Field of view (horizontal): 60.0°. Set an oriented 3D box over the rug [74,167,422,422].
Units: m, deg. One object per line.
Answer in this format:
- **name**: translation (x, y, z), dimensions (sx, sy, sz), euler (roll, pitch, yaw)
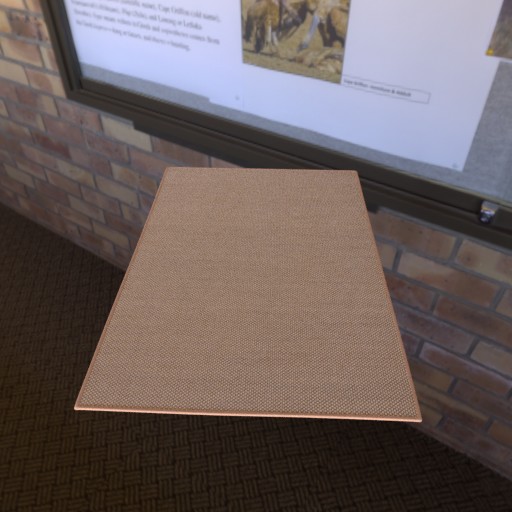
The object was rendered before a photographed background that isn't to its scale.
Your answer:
- **rug**: translation (0.000, 0.000, 2.731), dimensions (1.524, 0.013, 2.134), euler (1, 41, 2)
